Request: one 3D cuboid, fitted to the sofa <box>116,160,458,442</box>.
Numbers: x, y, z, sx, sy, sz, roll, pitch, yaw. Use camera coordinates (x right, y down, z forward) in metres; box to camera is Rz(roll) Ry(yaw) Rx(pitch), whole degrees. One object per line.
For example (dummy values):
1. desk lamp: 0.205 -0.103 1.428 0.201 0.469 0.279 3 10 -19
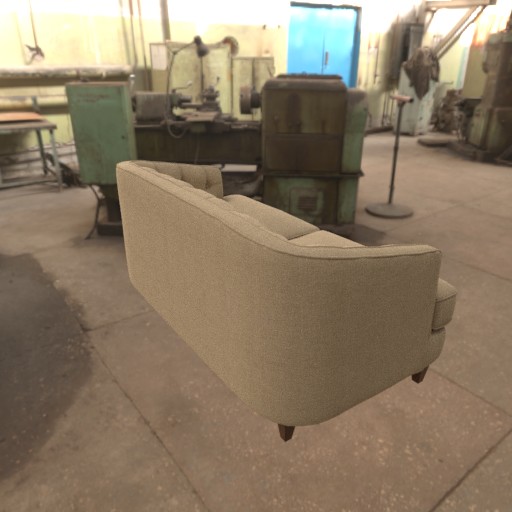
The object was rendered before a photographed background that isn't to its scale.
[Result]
1. sofa: 0.000 0.000 2.271 0.941 0.855 1.733 -16 29 -31
